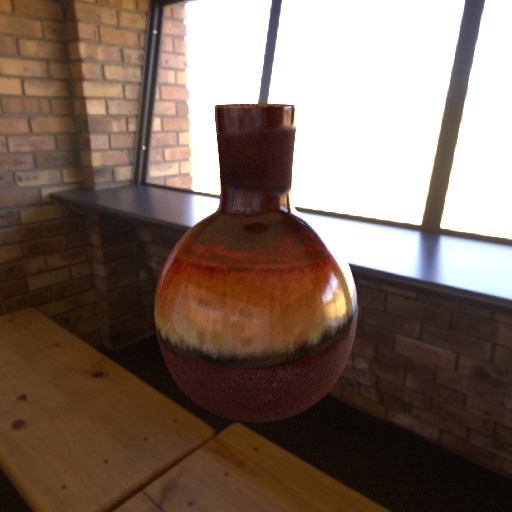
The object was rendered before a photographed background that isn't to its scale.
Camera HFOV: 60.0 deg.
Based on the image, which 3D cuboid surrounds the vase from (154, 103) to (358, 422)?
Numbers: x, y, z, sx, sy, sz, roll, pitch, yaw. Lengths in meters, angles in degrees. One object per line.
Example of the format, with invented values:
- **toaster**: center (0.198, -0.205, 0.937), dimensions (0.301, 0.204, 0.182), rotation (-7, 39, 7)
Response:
- **vase**: center (0.000, 0.000, 0.239), dimensions (0.111, 0.154, 0.111), rotation (0, 17, 0)
